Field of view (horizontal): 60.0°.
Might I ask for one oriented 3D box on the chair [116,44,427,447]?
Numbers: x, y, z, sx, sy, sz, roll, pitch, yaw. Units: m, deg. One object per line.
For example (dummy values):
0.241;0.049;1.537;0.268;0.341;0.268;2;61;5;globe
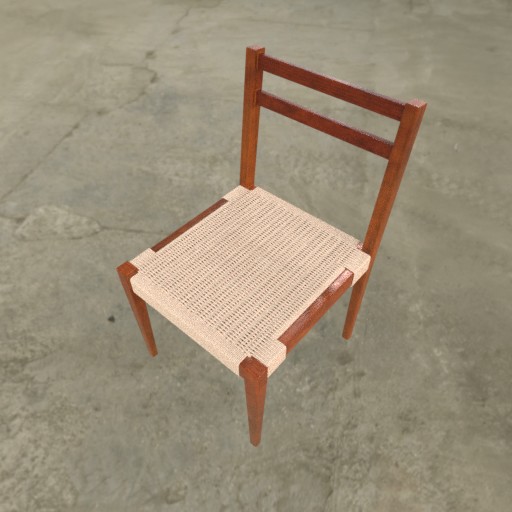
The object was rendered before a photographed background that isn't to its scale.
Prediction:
0.000;0.000;1.223;0.495;0.851;0.569;32;54;27;chair
